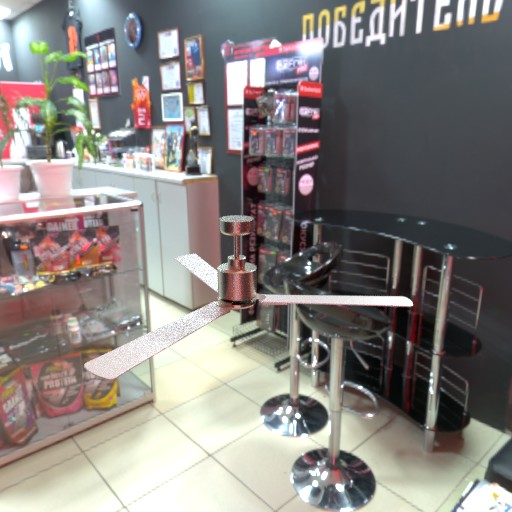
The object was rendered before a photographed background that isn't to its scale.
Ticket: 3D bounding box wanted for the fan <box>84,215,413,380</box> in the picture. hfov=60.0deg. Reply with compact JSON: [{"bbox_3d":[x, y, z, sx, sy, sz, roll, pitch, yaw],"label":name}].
[{"bbox_3d":[0.000,0.000,2.368,1.531,0.446,1.561,-3,16,-9],"label":"fan"}]
